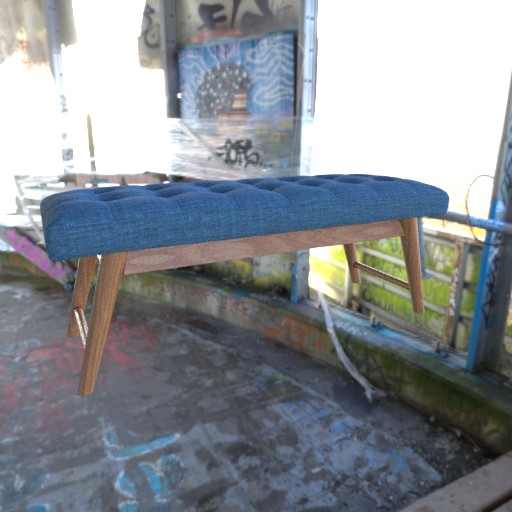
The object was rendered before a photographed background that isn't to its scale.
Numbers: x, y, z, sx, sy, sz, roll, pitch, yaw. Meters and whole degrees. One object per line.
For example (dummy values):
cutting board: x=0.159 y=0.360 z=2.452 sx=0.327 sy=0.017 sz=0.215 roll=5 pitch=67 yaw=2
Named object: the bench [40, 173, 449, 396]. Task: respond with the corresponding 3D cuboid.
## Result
bench: x=0.000 y=0.000 z=1.319 sx=1.118 sy=0.432 sz=0.406 roll=-8 pitch=18 yaw=-25
